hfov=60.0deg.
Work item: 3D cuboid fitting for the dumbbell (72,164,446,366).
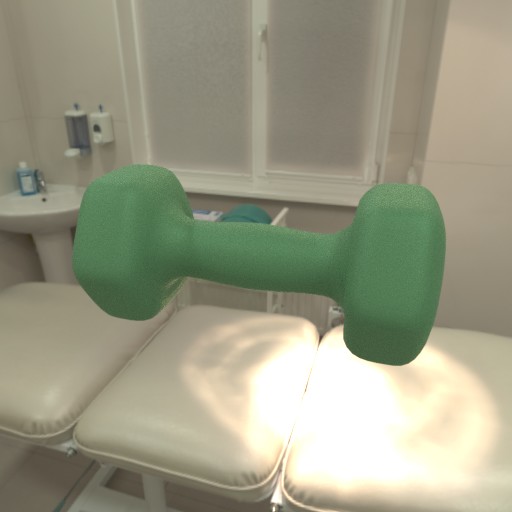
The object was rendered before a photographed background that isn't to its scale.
[{"bbox_3d":[0.000,0.000,0.335,0.260,0.117,0.129,7,26,15],"label":"dumbbell"}]
